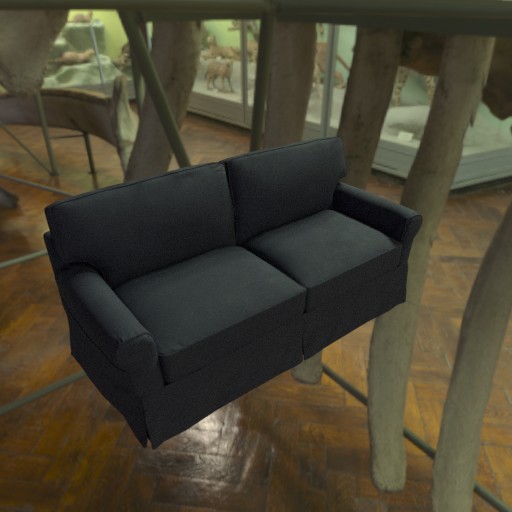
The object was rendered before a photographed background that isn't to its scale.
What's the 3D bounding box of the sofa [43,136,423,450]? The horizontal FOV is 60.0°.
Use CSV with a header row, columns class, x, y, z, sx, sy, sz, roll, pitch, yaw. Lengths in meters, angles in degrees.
class,x,y,z,sx,sy,sz,roll,pitch,yaw
sofa,0.000,0.000,2.821,2.256,1.094,0.983,-21,36,-32
